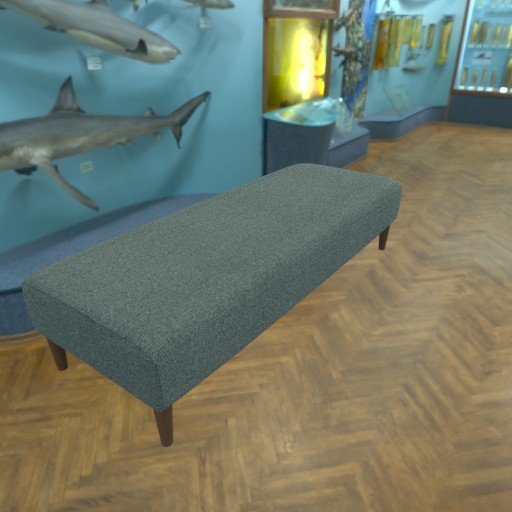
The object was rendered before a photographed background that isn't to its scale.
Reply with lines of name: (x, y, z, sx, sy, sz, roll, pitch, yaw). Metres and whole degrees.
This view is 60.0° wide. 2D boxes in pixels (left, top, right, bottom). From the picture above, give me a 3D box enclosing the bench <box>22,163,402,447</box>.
bench: (0.000, 0.000, 1.808, 0.631, 0.384, 1.598, 19, 33, 32)
